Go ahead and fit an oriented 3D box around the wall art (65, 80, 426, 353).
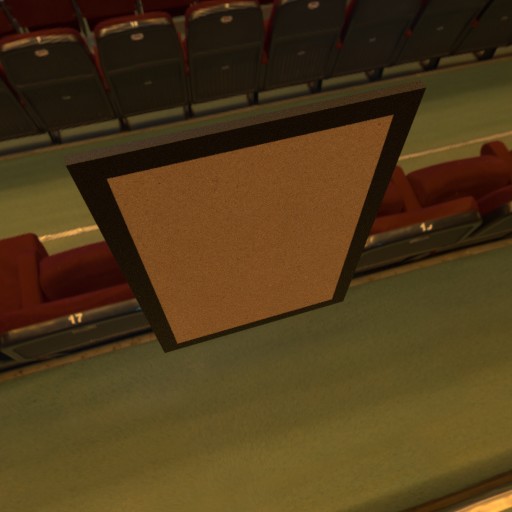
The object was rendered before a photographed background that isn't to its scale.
[{"bbox_3d":[0.000,0.000,0.679,0.381,0.534,0.013,-15,60,-9],"label":"wall art"}]
